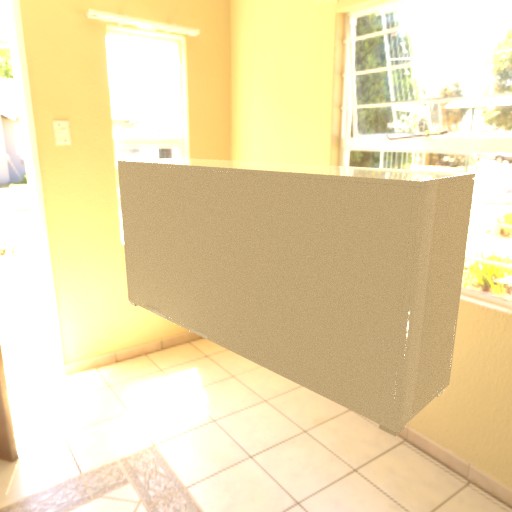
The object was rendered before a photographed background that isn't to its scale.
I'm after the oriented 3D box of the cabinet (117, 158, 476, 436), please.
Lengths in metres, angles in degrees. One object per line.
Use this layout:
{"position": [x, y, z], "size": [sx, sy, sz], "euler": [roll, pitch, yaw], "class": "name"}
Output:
{"position": [0.000, 0.000, 1.991], "size": [0.400, 0.800, 1.650], "euler": [-14, 21, -43], "class": "cabinet"}
